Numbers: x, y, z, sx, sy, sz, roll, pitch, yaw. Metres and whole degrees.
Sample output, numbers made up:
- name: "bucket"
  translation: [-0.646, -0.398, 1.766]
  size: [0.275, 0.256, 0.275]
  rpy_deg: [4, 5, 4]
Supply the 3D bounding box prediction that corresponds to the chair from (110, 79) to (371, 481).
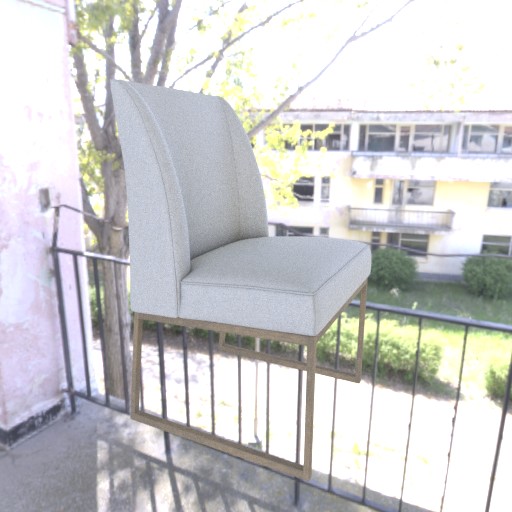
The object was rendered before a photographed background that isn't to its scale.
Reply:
- name: "chair"
  translation: [0.000, 0.000, 1.183]
  size: [0.522, 0.863, 0.508]
  rpy_deg: [7, 16, 26]
